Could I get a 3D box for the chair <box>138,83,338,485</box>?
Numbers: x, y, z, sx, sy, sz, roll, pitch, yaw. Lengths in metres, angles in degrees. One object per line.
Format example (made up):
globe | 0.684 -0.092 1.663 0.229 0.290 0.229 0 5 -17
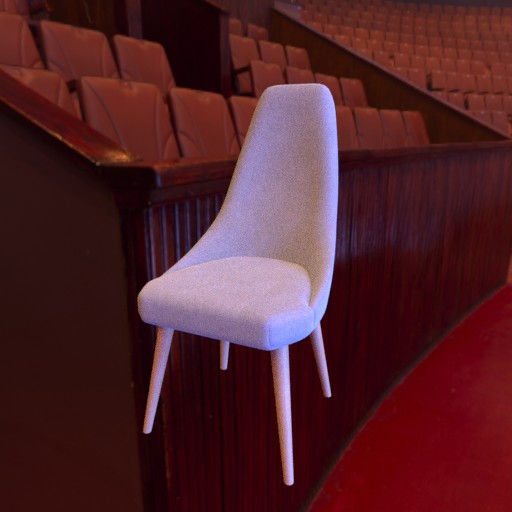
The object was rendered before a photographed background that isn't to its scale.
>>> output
chair | 0.000 0.000 1.366 0.510 1.040 0.660 8 18 25
